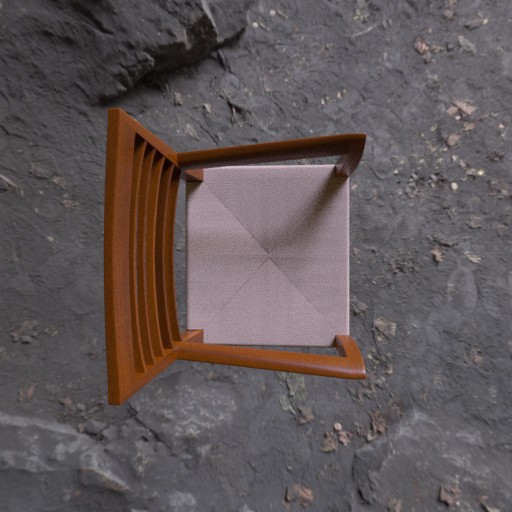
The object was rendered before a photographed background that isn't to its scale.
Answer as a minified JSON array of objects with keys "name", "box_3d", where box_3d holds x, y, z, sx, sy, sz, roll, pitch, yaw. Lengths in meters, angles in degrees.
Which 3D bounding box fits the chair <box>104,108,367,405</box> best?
[{"name":"chair","box_3d":[0.000,0.000,1.240,0.540,0.855,0.587,0,90,2]}]
